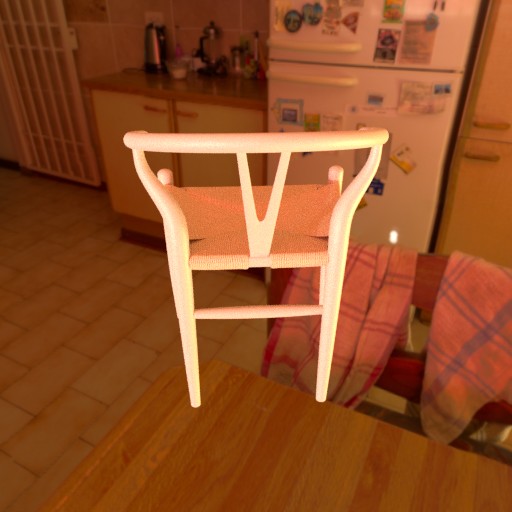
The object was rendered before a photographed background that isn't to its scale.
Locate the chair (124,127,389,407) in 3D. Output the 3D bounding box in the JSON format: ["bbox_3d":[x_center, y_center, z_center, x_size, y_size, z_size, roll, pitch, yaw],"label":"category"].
[{"bbox_3d":[0.000,0.000,1.085,0.533,0.736,0.500,-2,31,-3],"label":"chair"}]
